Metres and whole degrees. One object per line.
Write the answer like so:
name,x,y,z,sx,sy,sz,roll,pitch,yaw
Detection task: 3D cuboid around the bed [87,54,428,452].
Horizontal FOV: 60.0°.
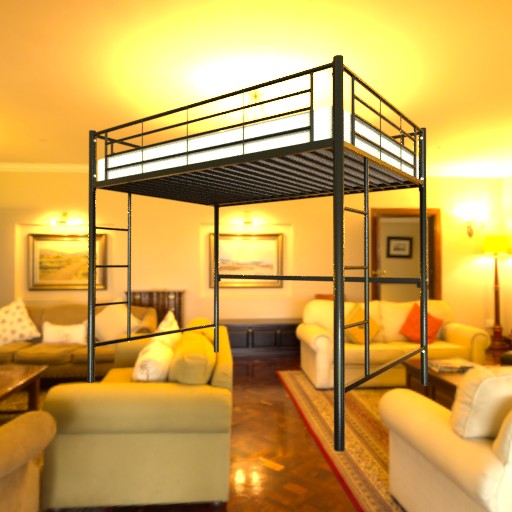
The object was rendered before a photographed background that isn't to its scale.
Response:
bed,0.000,0.000,3.150,1.994,1.803,1.397,-1,-1,36
